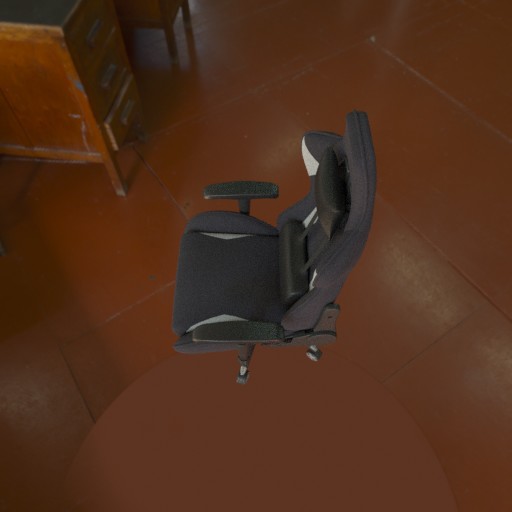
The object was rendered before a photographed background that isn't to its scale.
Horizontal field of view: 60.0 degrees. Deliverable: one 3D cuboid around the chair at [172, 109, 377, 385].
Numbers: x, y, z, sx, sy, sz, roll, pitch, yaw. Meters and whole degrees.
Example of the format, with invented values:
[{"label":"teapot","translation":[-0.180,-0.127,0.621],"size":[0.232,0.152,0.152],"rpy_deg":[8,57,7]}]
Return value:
[{"label":"chair","translation":[0.000,0.000,1.747],"size":[0.695,1.300,0.730],"rpy_deg":[0,58,0]}]
